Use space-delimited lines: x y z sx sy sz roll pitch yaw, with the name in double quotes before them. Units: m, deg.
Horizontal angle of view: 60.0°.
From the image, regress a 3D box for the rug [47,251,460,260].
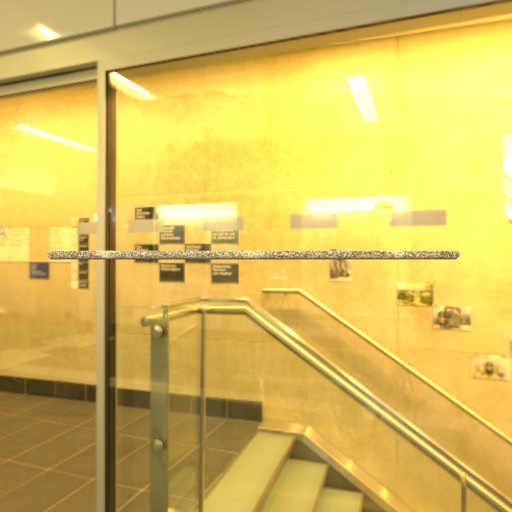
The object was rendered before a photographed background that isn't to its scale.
"rug" 0.000 0.000 2.070 1.200 0.025 1.600 0 0 1
